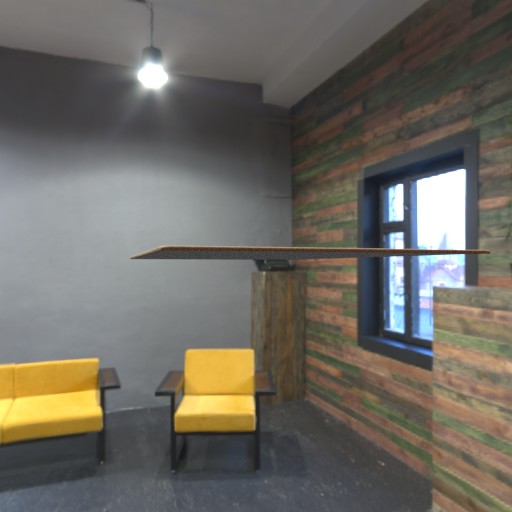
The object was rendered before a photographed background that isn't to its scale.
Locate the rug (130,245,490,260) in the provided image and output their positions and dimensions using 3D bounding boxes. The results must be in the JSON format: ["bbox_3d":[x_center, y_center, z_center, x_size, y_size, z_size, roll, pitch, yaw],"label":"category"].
[{"bbox_3d":[0.000,0.000,2.064,1.062,0.013,1.667,0,-1,-18],"label":"rug"}]
